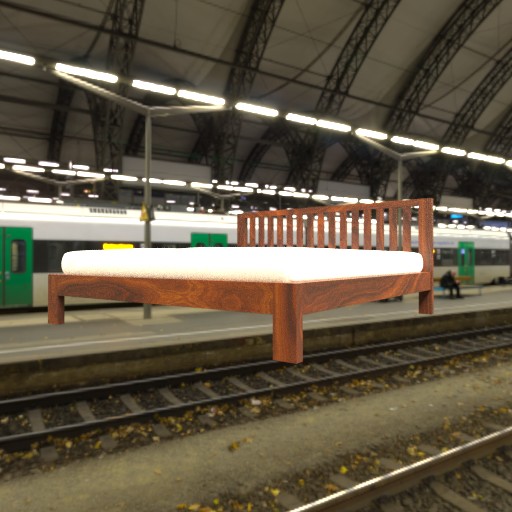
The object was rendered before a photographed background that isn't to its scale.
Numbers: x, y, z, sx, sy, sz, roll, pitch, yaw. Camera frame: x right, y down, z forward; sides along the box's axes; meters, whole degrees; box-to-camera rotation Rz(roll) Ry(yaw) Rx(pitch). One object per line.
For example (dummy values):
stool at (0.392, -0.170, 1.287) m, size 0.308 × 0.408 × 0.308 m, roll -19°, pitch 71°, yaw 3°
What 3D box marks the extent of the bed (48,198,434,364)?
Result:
bed at (0.000, 0.000, 3.171) m, size 1.905 × 0.890 × 2.030 m, roll 0°, pitch -1°, yaw 36°
